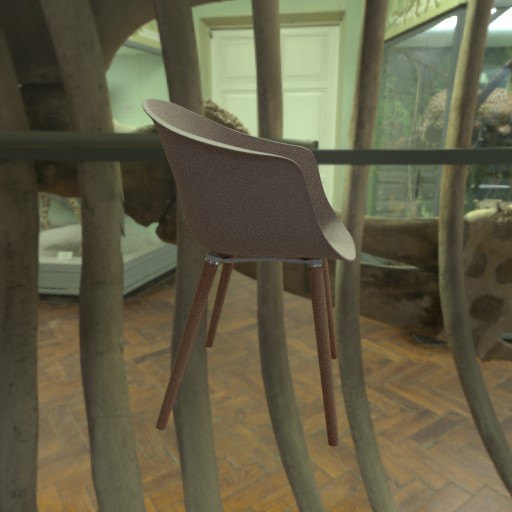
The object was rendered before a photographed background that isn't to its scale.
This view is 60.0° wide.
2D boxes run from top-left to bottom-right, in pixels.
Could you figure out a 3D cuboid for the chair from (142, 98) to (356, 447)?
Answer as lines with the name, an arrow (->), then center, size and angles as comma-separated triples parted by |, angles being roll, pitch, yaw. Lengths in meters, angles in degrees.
chair -> 0.000, 0.000, 1.157 | 0.504, 0.781, 0.593 | 3, 16, 9
